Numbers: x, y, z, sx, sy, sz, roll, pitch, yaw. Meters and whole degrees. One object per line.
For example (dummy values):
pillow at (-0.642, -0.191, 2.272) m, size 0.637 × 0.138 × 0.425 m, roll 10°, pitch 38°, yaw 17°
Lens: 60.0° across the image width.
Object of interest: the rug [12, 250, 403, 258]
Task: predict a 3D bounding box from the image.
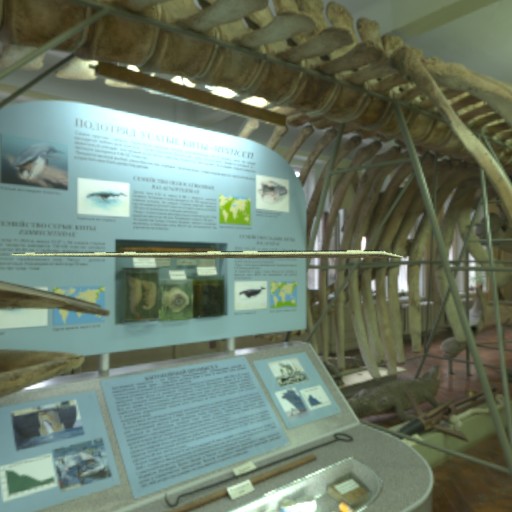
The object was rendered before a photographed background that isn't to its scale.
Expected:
rug at (0.000, 0.000, 4.056) m, size 2.466 × 0.021 × 3.049 m, roll 0°, pitch -1°, yaw 20°
